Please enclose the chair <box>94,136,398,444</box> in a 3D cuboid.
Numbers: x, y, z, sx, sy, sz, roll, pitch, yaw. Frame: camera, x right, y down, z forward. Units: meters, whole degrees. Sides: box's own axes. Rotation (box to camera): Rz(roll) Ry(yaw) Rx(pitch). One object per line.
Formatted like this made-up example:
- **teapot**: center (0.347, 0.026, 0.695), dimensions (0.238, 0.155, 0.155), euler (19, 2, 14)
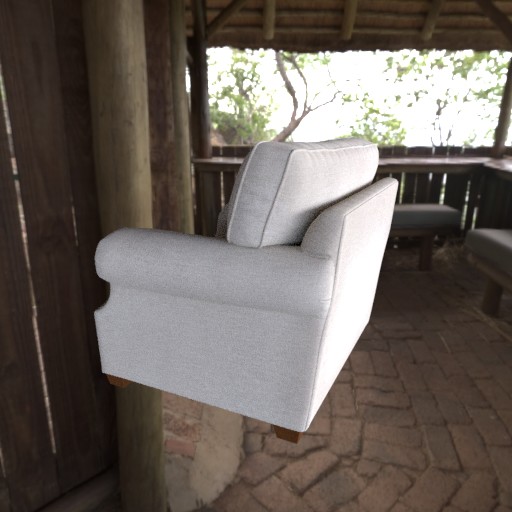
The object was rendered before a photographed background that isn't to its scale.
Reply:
- **chair**: center (0.000, 0.000, 1.851), dimensions (0.965, 0.961, 1.092), euler (8, 18, 25)
